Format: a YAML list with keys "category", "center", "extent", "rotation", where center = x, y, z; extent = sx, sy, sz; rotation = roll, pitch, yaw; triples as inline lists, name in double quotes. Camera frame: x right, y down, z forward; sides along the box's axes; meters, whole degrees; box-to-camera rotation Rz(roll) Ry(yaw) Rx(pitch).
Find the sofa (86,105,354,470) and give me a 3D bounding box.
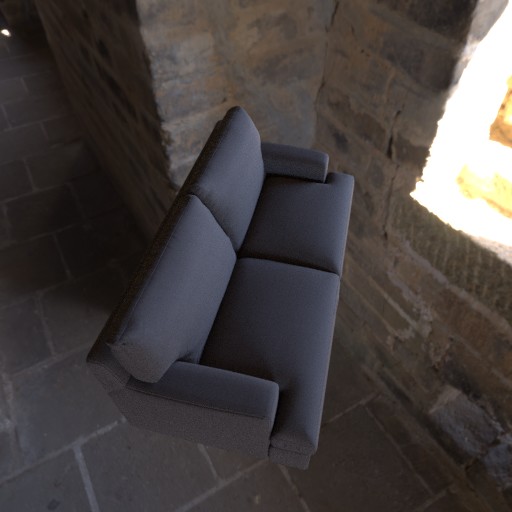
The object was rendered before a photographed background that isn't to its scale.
- category: "sofa"
  center: [0.000, 0.000, 2.906]
  extent: [1.140, 0.950, 2.271]
  rotation: [10, 48, 9]
